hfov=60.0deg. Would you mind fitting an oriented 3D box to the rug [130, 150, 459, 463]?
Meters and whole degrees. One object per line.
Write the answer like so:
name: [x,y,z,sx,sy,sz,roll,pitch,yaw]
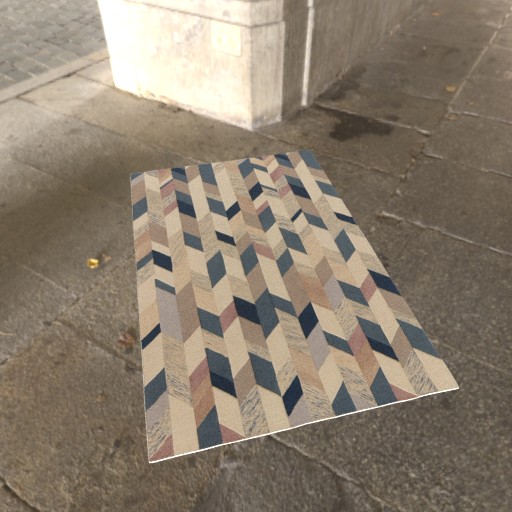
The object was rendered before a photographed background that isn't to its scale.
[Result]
rug: [0.000,0.000,2.260,1.202,0.006,1.813,-10,45,-10]
